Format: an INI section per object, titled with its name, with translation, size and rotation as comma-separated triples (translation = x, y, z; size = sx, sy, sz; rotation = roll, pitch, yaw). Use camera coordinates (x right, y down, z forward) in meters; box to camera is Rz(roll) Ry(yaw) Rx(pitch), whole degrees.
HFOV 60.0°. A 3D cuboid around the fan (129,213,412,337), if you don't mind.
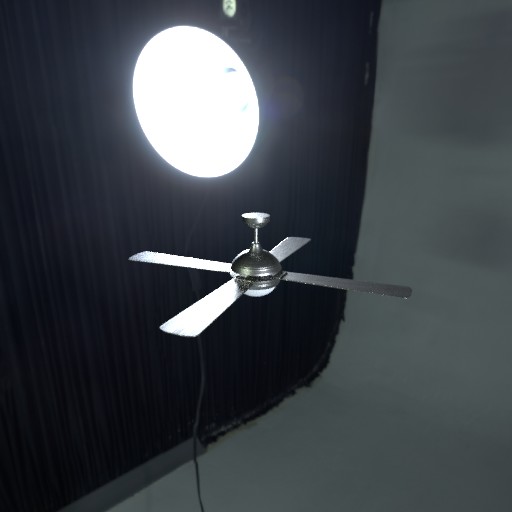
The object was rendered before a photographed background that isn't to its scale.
[fan]
translation = 0.000, 0.000, 2.050
size = 1.321, 0.381, 1.321
rotation = 15, 23, 41
